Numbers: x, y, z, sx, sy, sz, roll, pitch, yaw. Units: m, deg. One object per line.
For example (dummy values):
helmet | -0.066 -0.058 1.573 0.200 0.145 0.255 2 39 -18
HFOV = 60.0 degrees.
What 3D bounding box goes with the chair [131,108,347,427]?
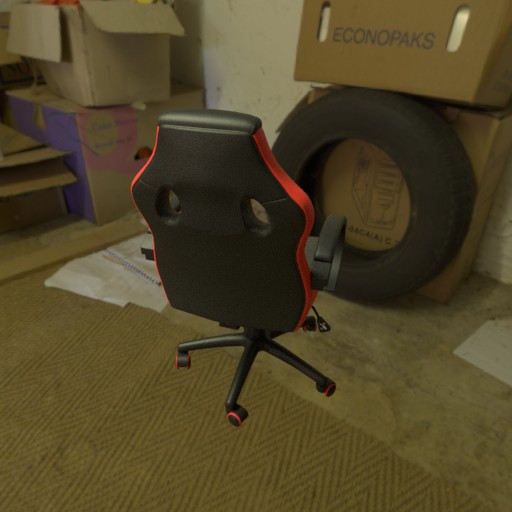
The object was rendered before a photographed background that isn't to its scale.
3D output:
chair | 0.000 0.000 1.399 0.600 1.016 0.642 9 32 15
